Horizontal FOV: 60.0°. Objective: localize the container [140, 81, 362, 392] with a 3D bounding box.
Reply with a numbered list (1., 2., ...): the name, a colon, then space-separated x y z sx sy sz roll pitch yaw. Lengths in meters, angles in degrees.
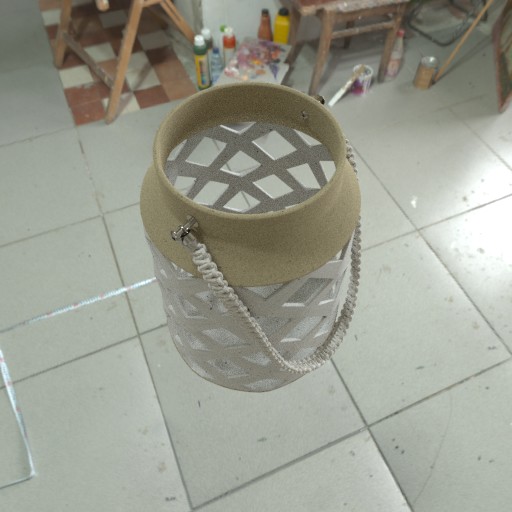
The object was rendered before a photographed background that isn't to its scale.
1. container: 0.000 0.000 0.343 0.172 0.229 0.163 33 63 19
